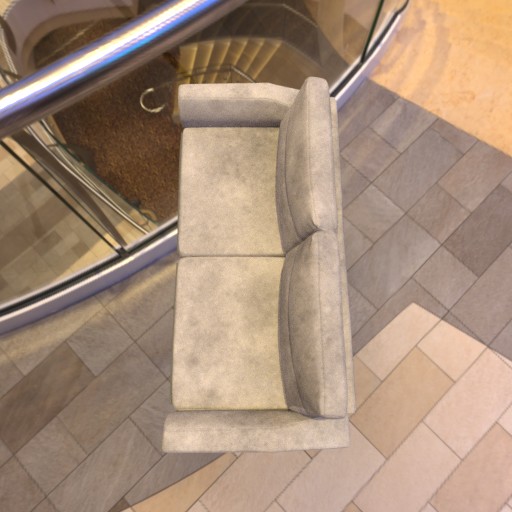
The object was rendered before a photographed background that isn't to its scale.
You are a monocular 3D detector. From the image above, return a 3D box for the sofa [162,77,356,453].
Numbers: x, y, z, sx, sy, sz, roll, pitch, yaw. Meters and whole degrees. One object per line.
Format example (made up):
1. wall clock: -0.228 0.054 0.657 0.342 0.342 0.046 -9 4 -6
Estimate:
1. sofa: 0.000 0.000 2.290 0.849 0.859 1.837 0 75 0
